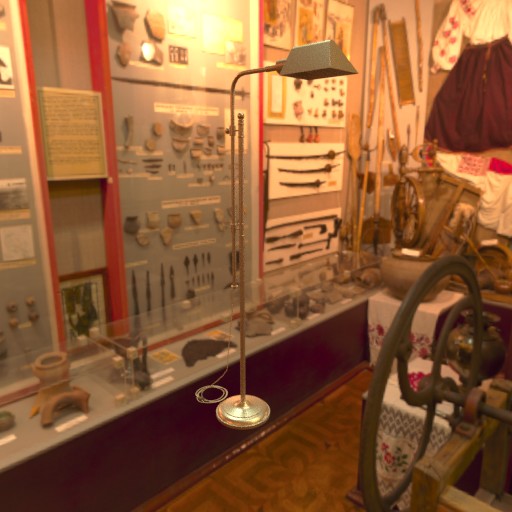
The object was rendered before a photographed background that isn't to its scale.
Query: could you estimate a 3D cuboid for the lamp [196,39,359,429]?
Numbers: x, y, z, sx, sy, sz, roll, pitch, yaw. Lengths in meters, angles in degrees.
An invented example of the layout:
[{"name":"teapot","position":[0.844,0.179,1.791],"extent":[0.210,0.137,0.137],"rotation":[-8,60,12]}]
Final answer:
[{"name":"lamp","position":[0.000,0.000,1.870],"extent":[0.256,1.571,0.813],"rotation":[-13,19,-43]}]
